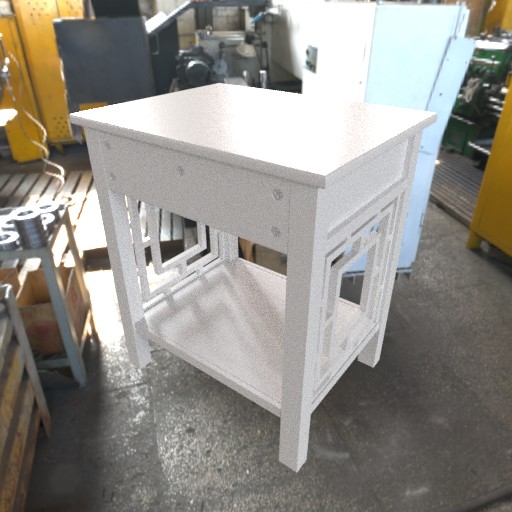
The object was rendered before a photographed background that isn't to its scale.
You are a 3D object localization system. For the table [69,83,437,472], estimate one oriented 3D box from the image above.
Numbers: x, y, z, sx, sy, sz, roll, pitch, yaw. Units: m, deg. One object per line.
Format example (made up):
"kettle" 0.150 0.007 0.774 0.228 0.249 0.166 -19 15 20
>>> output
"table" 0.000 0.000 1.025 0.564 0.646 0.451 21 37 31
